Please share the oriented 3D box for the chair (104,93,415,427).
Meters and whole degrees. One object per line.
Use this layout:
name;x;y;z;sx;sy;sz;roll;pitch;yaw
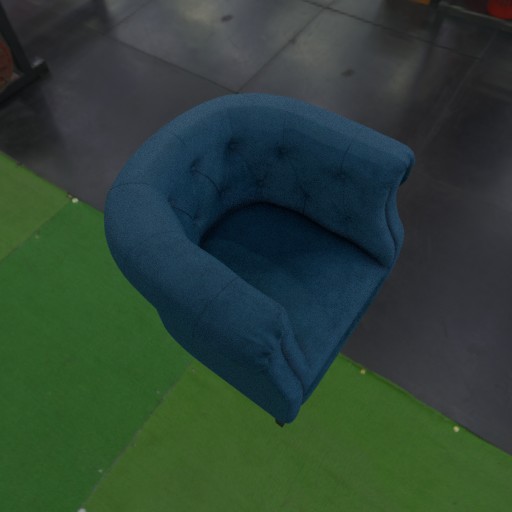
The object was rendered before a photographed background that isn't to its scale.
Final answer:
chair;0.000;0.000;1.631;0.851;0.826;0.904;32;63;18
